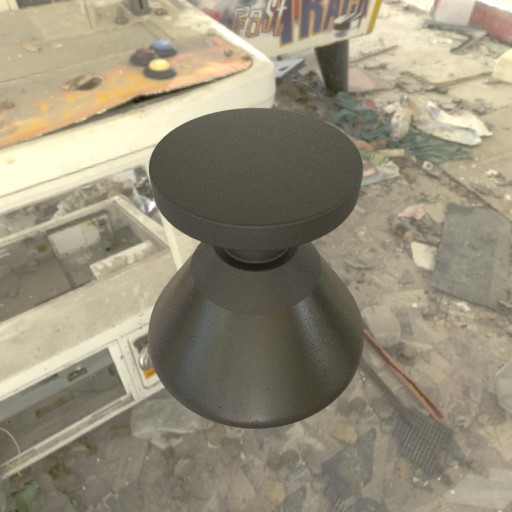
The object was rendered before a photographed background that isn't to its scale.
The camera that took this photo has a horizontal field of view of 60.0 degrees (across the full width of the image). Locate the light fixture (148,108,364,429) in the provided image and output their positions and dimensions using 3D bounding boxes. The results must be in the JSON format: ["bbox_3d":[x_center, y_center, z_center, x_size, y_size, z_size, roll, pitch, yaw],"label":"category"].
[{"bbox_3d":[0.000,0.000,0.354,0.200,0.183,0.200,0,45,0],"label":"light fixture"}]
